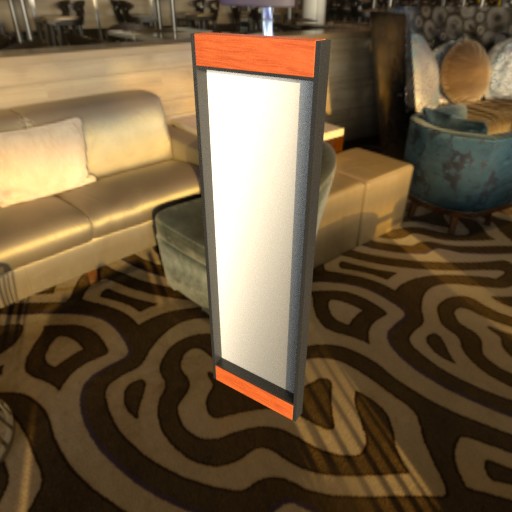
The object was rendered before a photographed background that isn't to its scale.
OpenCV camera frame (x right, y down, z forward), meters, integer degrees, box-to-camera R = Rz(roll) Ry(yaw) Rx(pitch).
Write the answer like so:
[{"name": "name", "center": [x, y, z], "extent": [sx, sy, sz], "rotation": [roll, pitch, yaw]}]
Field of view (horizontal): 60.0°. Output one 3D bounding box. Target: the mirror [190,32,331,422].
[{"name": "mirror", "center": [0.000, 0.000, 1.259], "extent": [0.343, 1.123, 0.047], "rotation": [19, 36, 29]}]
